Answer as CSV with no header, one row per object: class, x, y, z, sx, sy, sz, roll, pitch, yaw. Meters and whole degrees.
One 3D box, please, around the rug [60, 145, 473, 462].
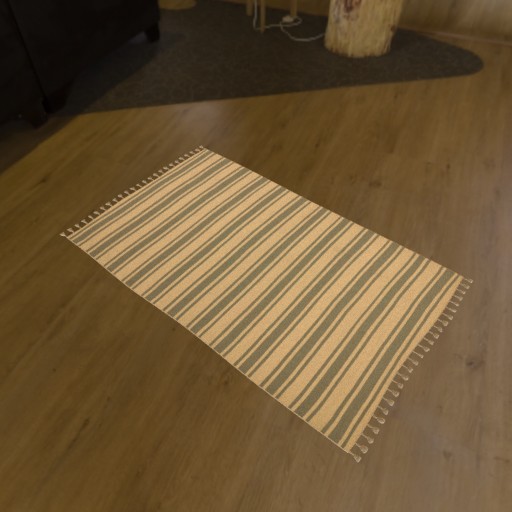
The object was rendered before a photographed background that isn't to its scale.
rug,0.000,0.000,2.537,2.084,0.009,1.222,31,54,26
